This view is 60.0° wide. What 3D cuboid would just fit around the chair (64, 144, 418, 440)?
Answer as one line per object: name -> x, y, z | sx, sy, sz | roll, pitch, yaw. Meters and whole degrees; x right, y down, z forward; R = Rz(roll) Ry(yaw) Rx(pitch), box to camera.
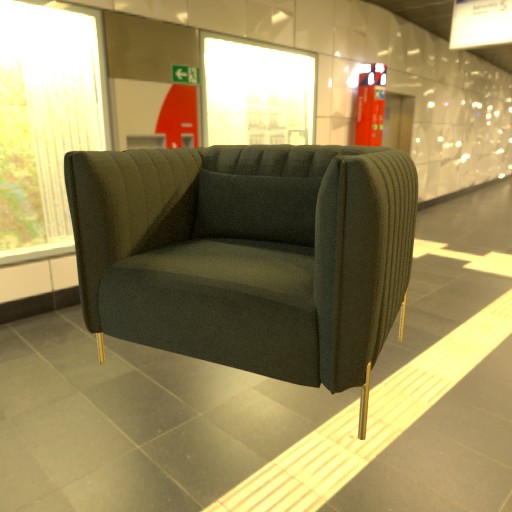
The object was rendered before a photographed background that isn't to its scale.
chair -> 0.000, 0.000, 1.640 | 1.032, 0.794, 0.877 | 7, 17, 25
